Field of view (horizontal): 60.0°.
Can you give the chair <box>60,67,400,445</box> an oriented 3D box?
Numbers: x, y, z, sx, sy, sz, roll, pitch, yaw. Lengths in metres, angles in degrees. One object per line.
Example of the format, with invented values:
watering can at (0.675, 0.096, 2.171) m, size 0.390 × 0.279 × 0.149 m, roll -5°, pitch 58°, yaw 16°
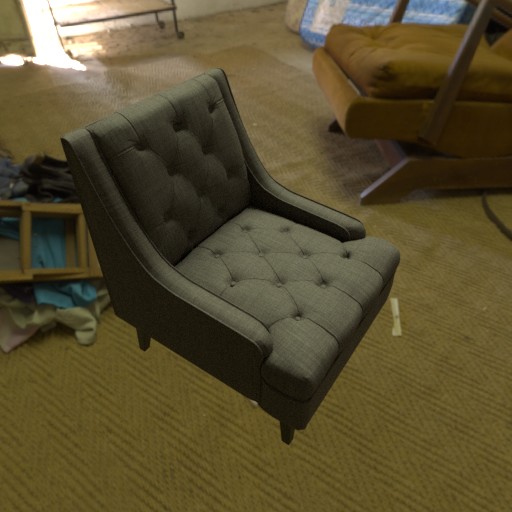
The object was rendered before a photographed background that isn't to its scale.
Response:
chair at (0.000, 0.000, 1.422) m, size 0.771 × 0.891 × 0.655 m, roll 24°, pitch 47°, yaw 25°
